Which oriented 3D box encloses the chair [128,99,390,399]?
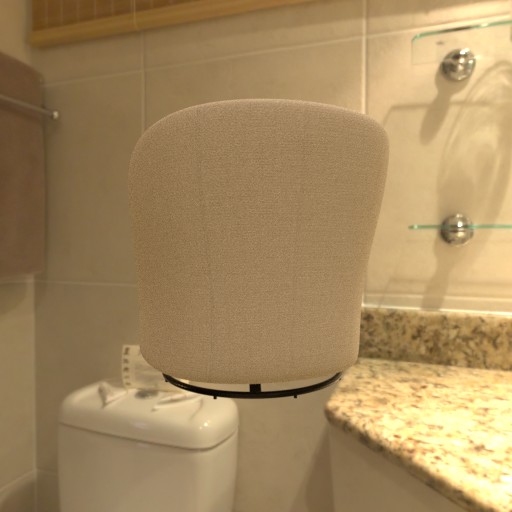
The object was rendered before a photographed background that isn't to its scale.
[{"bbox_3d":[0.000,0.000,1.439,0.791,0.771,0.815,0,2,-17],"label":"chair"}]
